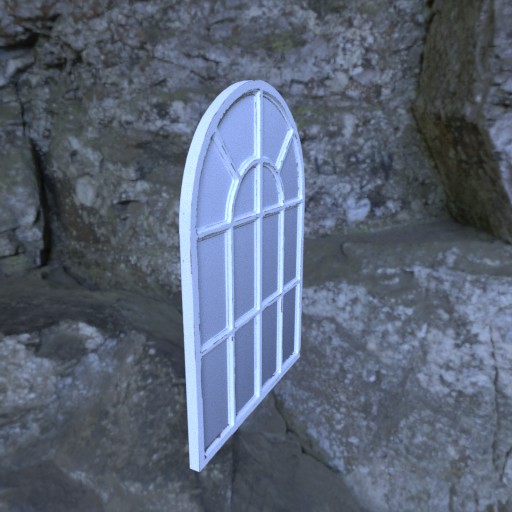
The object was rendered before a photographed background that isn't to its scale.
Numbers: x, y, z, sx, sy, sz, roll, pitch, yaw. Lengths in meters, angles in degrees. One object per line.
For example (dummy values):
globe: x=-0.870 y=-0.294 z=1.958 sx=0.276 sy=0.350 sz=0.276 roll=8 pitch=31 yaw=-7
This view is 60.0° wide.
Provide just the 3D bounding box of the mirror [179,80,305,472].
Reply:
mirror: x=0.000 y=0.000 z=1.243 sx=0.032 sy=0.920 sz=0.660 roll=8 pitch=17 yaw=26
